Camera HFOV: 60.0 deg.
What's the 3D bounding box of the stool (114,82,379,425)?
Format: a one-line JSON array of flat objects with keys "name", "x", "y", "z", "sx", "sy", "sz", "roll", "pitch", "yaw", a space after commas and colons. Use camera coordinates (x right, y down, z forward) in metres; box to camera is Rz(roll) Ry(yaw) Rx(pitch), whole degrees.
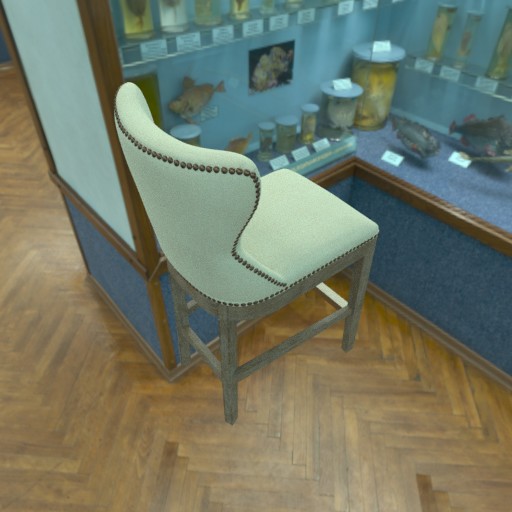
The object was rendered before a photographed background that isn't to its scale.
[{"name": "stool", "x": 0.000, "y": 0.000, "z": 1.306, "sx": 0.608, "sy": 0.981, "sz": 0.498, "roll": -28, "pitch": 49, "yaw": -27}]
